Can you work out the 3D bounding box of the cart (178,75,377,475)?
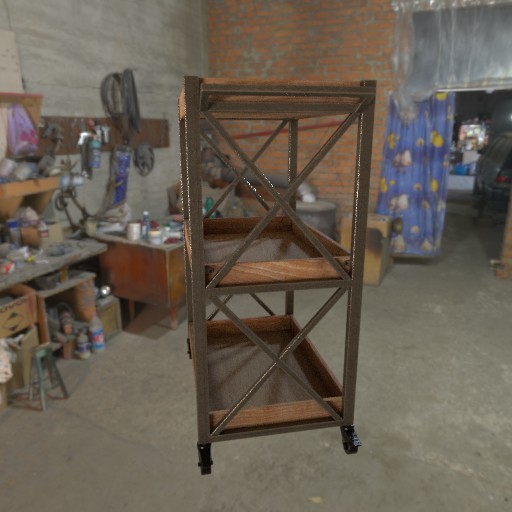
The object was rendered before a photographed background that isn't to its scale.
[{"bbox_3d":[0.000,0.000,1.195,0.377,0.835,0.673,-3,16,-11],"label":"cart"}]
